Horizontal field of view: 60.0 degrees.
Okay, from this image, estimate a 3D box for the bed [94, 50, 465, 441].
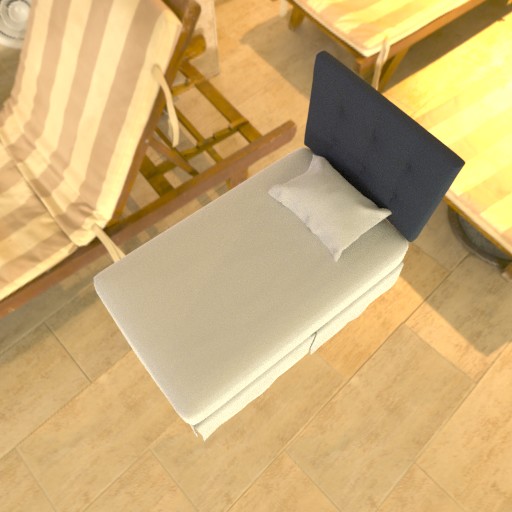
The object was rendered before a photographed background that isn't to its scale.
[{"bbox_3d":[0.000,0.000,2.970,1.997,1.571,1.261,-35,68,-16],"label":"bed"}]
